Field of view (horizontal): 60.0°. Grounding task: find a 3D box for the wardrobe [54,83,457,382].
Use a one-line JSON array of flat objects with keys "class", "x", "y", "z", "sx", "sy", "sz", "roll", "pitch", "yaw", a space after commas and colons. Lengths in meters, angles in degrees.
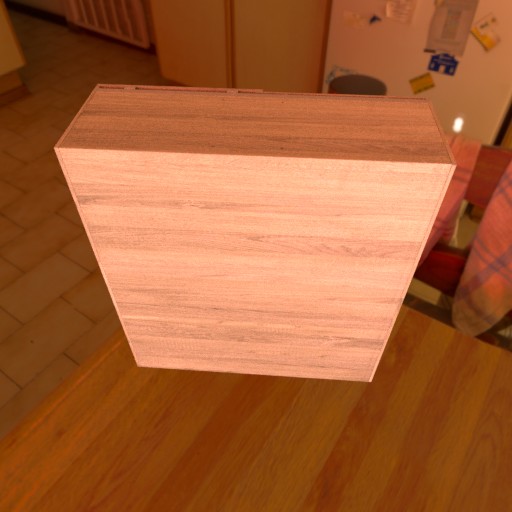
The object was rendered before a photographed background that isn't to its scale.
[{"class": "wardrobe", "x": 0.000, "y": 0.000, "z": 2.875, "sx": 1.780, "sy": 1.960, "sz": 0.629, "roll": 3, "pitch": 47, "yaw": 3}]
